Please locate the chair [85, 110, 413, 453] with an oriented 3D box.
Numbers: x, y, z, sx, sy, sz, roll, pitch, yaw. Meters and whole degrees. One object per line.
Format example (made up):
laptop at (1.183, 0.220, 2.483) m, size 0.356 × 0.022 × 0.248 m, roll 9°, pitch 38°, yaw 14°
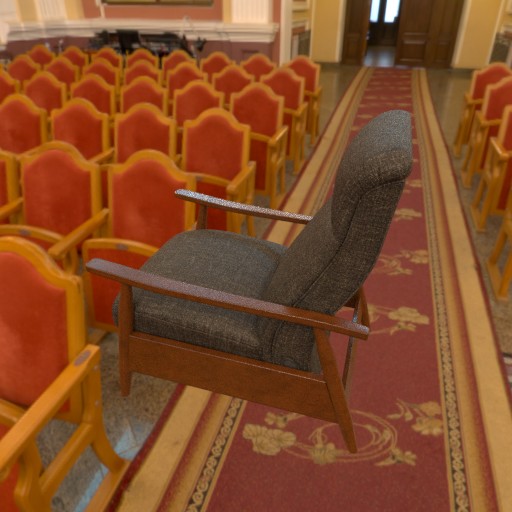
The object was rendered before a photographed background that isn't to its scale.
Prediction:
chair at (0.000, 0.000, 1.754) m, size 1.014 × 1.082 × 0.762 m, roll 8°, pitch 31°, yaw 14°
